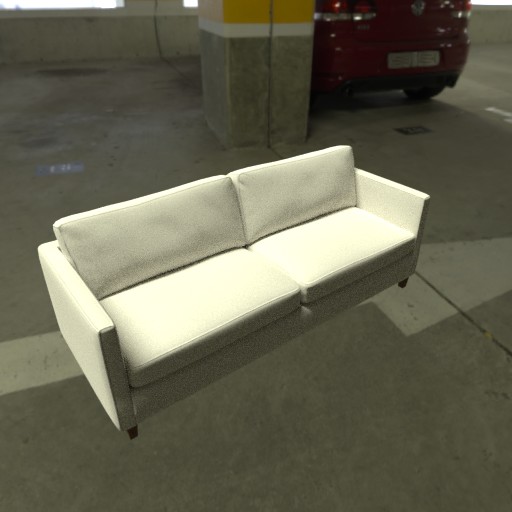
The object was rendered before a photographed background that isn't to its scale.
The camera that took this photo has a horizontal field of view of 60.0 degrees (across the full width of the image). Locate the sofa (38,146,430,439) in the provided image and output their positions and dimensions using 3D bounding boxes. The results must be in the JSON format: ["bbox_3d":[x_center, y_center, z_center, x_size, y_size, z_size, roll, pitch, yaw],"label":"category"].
[{"bbox_3d":[0.000,0.000,2.868,2.361,0.962,0.951,-21,37,-31],"label":"sofa"}]
